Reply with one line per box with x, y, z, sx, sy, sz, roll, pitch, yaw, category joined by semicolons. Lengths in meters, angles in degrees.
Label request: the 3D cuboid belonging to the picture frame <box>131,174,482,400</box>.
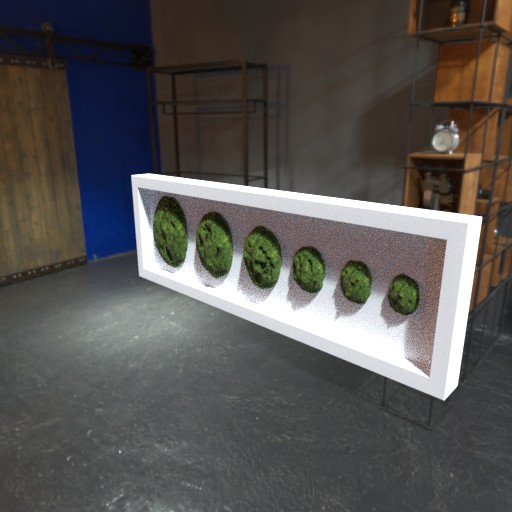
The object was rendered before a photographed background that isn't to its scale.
0.000;0.000;0.841;0.759;0.250;0.050;15;22;41;picture frame
